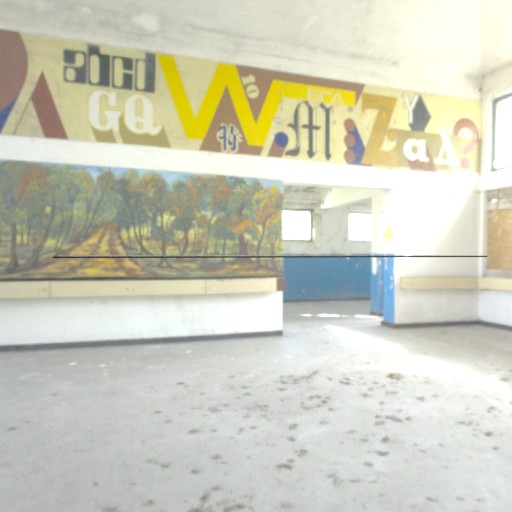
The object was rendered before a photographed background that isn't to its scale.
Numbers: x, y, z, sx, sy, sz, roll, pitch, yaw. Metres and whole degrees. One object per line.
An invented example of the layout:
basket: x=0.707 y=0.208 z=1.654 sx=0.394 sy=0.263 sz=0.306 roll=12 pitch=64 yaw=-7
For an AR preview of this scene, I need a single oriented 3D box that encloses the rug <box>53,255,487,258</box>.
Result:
rug: x=0.000 y=0.000 z=3.778 sx=2.940 sy=0.011 sz=2.053 roll=0 pitch=0 yaw=-18
